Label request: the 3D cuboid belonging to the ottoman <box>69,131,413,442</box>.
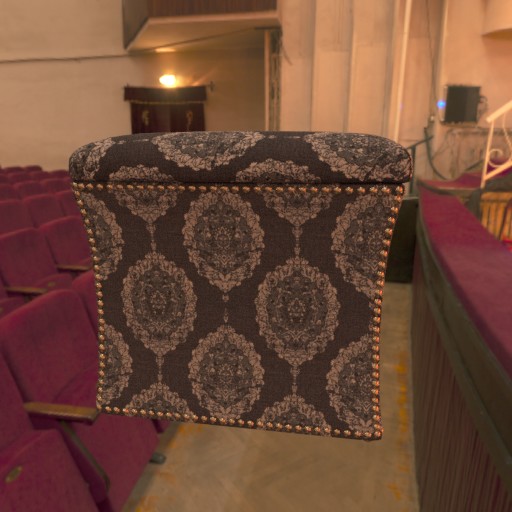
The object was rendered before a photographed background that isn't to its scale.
[{"bbox_3d":[0.000,0.000,0.883,0.507,0.475,0.497,2,14,9],"label":"ottoman"}]
